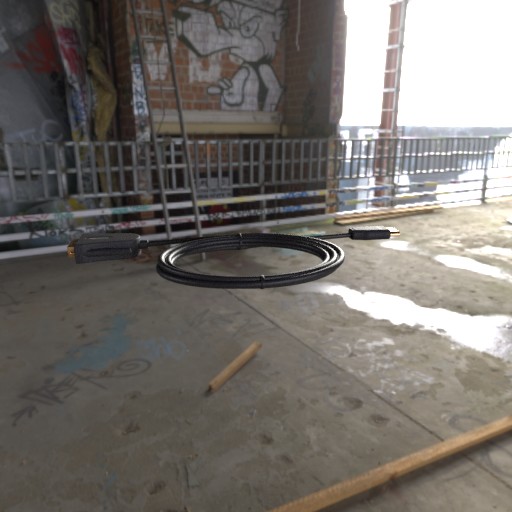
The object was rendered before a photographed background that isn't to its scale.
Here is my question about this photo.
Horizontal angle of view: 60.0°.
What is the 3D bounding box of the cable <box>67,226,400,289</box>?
[{"bbox_3d":[0.000,0.000,0.331,0.281,0.015,0.136,-3,17,-9],"label":"cable"}]
